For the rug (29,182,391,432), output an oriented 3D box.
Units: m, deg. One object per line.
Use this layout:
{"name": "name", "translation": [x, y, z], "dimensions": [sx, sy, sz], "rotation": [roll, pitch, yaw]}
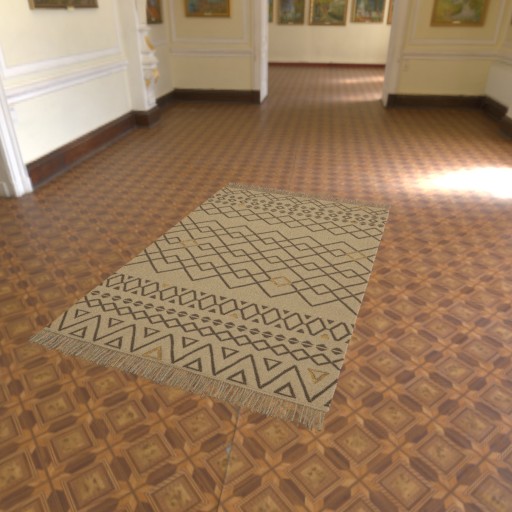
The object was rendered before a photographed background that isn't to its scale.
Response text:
{"name": "rug", "translation": [0.000, 0.000, 2.960], "dimensions": [1.495, 0.035, 2.472], "rotation": [11, 31, 18]}
